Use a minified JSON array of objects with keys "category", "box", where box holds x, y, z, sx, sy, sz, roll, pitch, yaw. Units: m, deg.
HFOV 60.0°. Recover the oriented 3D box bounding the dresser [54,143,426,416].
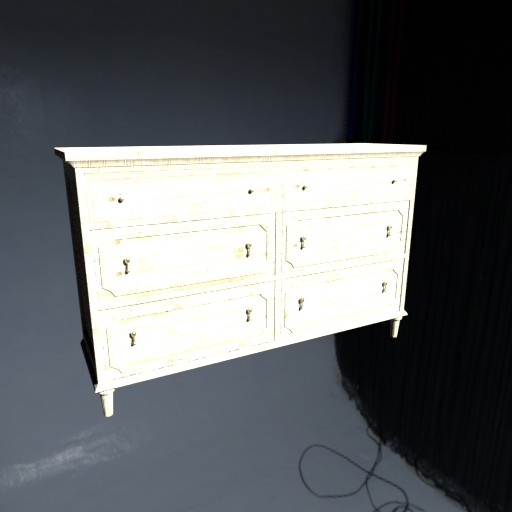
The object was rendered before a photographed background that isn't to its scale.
[{"category":"dresser","box":[0.000,0.000,2.119,1.626,1.016,0.457,-8,18,-26]}]
